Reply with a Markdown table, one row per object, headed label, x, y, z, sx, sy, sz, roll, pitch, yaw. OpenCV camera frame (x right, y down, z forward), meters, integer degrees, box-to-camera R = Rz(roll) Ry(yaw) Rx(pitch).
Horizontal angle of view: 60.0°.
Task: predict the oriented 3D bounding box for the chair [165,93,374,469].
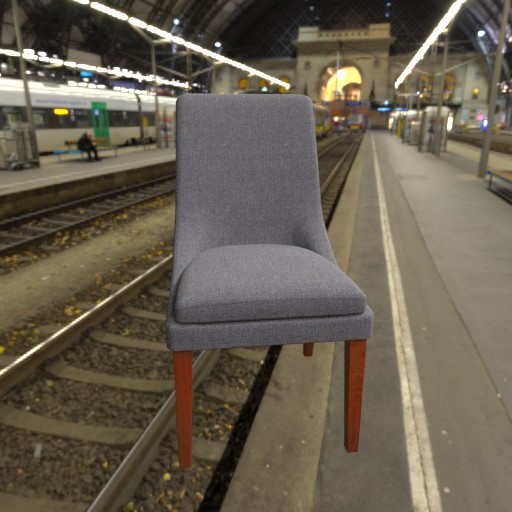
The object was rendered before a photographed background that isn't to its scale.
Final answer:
| label | x | y | z | sx | sy | sz | roll | pitch | yaw |
| --- | --- | --- | --- | --- | --- | --- | --- | --- | --- |
| chair | 0.000 | 0.000 | 1.340 | 0.508 | 0.952 | 0.655 | -2 | 17 | -7 |
